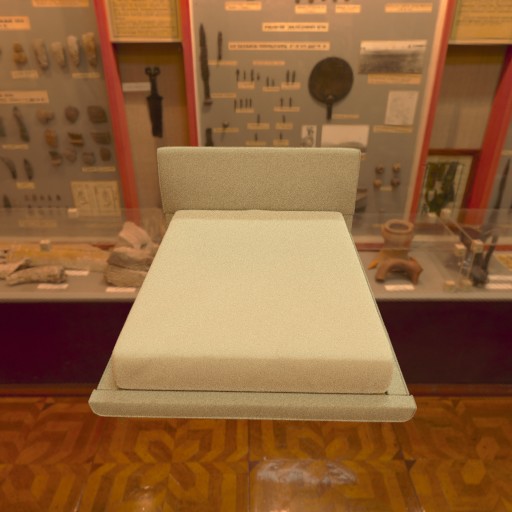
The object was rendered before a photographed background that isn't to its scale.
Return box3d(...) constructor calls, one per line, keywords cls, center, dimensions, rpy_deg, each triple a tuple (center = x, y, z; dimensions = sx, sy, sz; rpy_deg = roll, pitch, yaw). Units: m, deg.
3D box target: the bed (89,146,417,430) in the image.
box3d(cls="bed", center=(0.000, 0.000, 3.583), dimensions=(1.980, 1.126, 2.498), rpy_deg=(1, 29, 1))
